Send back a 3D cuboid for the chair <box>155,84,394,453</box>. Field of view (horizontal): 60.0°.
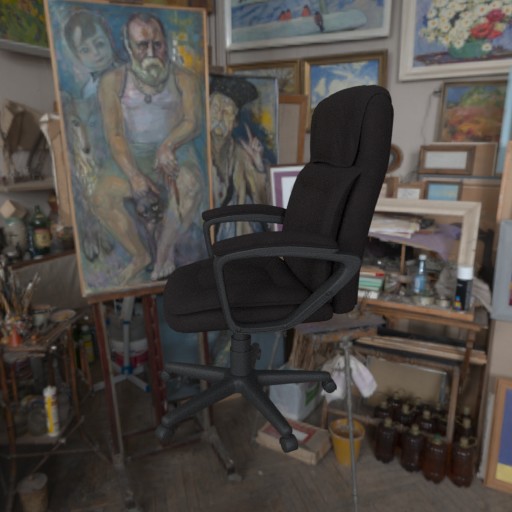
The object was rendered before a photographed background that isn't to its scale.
[{"bbox_3d":[0.000,0.000,1.533,0.724,1.105,0.667,-2,15,-9],"label":"chair"}]
